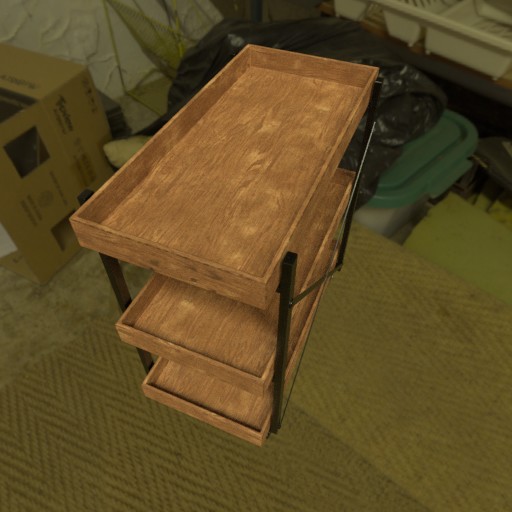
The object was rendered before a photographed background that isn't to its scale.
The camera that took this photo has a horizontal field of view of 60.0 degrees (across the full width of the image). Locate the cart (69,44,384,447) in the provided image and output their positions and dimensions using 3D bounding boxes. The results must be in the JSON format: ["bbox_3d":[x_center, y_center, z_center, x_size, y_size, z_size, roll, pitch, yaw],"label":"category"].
[{"bbox_3d":[0.000,0.000,1.225,0.411,0.800,0.750,18,51,15],"label":"cart"}]
